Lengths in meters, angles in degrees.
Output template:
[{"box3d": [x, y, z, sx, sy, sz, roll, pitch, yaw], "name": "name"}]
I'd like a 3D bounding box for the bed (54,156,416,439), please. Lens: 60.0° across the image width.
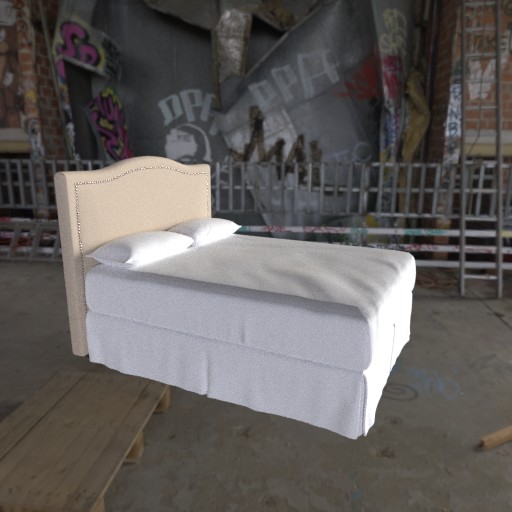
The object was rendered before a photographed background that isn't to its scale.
[{"box3d": [0.000, 0.000, 3.354, 2.143, 1.460, 1.753, 7, 15, 26], "name": "bed"}]
